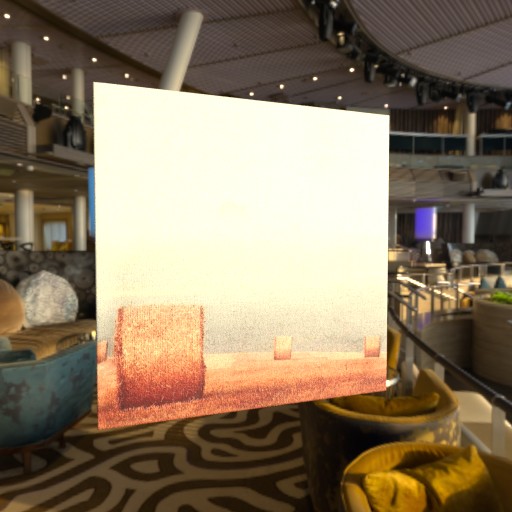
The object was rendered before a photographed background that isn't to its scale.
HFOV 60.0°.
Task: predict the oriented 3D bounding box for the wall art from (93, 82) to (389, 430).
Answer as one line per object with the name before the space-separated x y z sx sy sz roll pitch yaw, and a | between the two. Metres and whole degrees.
wall art | 0.000 0.000 0.886 0.605 0.605 0.034 -1 2 -20
